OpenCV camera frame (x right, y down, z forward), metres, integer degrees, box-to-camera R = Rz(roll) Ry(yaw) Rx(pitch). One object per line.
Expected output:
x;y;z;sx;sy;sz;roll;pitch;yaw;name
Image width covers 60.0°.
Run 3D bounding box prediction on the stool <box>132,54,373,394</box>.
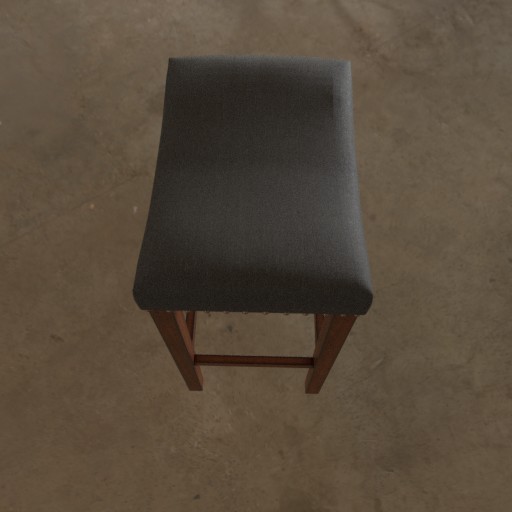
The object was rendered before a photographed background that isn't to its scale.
0.000;0.000;1.036;0.366;0.748;0.502;1;64;1;stool
